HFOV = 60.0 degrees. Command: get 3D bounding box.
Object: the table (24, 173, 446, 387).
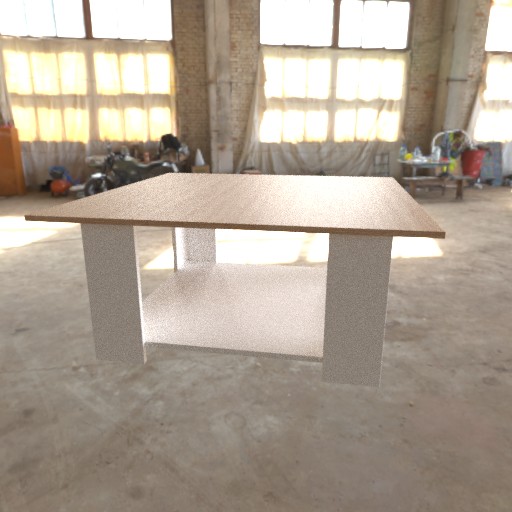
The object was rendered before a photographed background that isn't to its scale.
[{"bbox_3d":[0.000,0.000,1.046,0.670,0.305,0.670,3,17,10],"label":"table"}]
